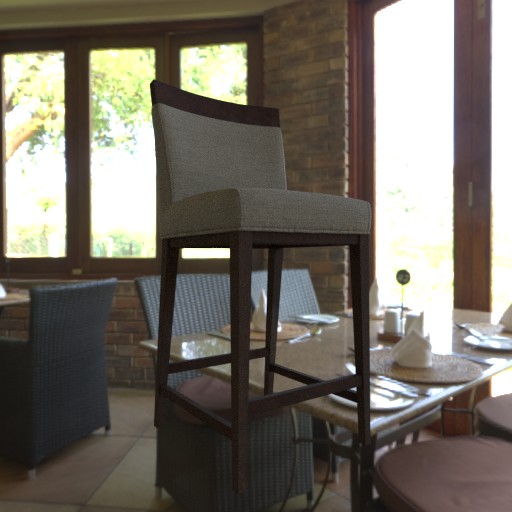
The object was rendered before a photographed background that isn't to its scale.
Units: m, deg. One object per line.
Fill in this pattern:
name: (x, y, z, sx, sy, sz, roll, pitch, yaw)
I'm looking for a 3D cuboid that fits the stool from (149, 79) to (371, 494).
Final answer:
stool: (0.000, 0.000, 1.388, 0.511, 1.117, 0.531, -1, 1, -36)
